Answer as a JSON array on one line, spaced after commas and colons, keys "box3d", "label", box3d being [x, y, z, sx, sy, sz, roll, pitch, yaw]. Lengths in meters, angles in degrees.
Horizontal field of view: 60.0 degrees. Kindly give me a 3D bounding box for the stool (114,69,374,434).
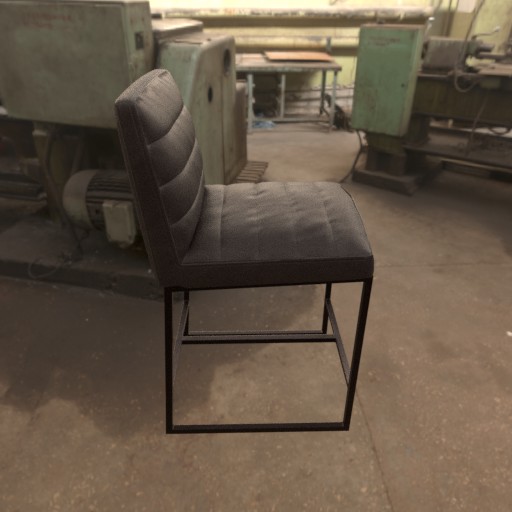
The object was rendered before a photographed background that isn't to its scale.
[{"box3d": [0.000, 0.000, 1.251, 0.562, 0.946, 0.463, -1, 30, -1], "label": "stool"}]
